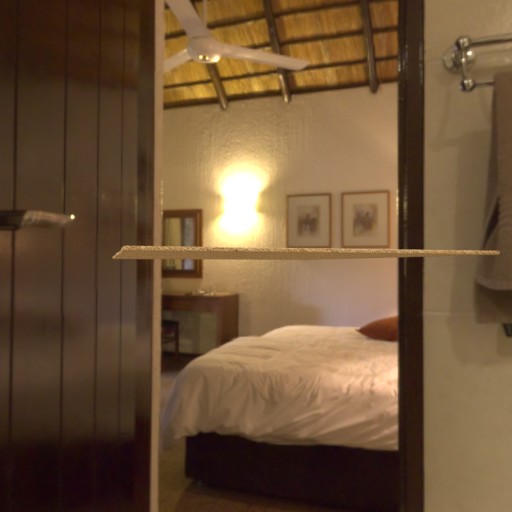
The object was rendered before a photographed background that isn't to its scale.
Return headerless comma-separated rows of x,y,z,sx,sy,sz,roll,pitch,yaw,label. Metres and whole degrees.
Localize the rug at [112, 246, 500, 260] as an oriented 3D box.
0.000,0.000,3.976,2.400,0.026,3.000,0,-1,-19,rug
